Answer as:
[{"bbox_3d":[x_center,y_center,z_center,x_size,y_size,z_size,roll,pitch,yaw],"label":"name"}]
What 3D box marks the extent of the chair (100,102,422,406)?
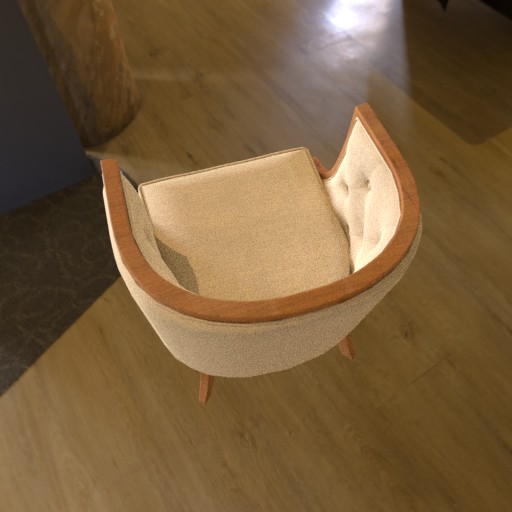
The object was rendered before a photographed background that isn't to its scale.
[{"bbox_3d":[0.000,0.000,1.349,0.711,0.775,0.757,-15,60,-9],"label":"chair"}]
